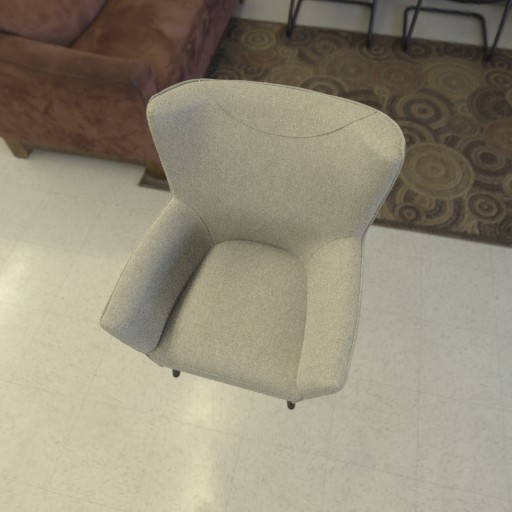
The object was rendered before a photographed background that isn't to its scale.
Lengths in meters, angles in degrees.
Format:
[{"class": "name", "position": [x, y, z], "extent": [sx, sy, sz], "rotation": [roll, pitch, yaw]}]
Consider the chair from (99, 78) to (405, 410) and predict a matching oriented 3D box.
[{"class": "chair", "position": [0.000, 0.000, 1.595], "extent": [0.781, 0.933, 0.888], "rotation": [13, 59, 8]}]
